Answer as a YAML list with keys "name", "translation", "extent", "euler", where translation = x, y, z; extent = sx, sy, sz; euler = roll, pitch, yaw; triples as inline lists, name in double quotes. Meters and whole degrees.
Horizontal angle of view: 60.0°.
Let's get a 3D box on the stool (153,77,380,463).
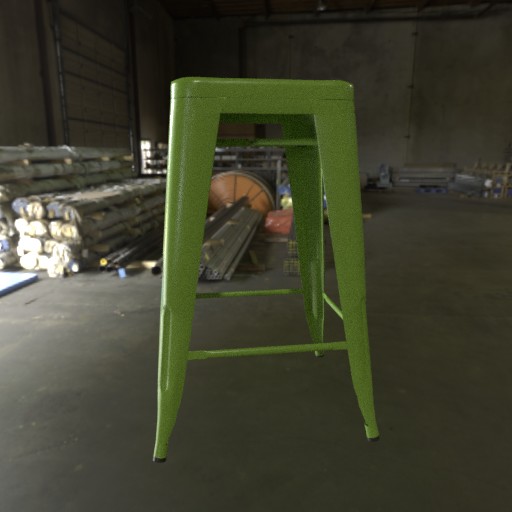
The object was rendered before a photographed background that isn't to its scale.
- name: "stool"
  translation: [0.000, 0.000, 0.858]
  extent: [0.398, 0.609, 0.358]
  euler: [-2, 14, -8]
